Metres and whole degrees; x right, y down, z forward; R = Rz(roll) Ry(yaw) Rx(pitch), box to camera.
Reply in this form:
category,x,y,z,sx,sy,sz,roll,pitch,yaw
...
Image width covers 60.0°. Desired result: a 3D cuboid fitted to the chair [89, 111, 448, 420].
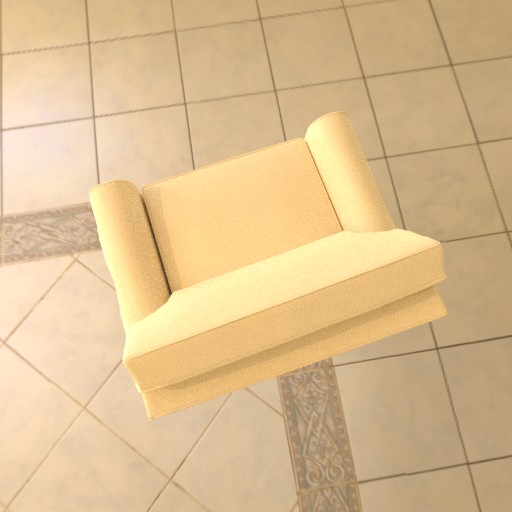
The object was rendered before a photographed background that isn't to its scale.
category,x,y,z,sx,sy,sz,roll,pitch,yaw
chair,0.000,0.000,1.742,1.099,0.958,0.904,-18,76,-5
